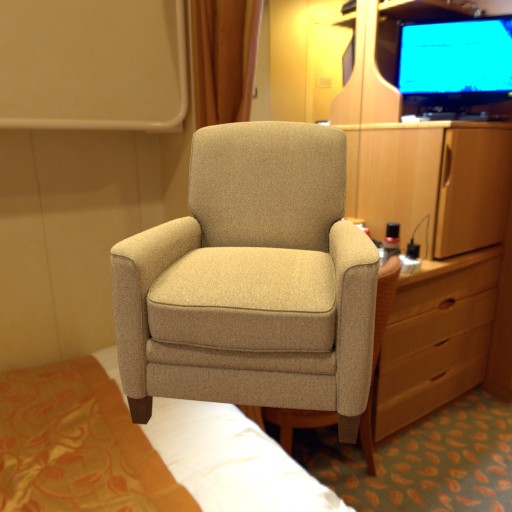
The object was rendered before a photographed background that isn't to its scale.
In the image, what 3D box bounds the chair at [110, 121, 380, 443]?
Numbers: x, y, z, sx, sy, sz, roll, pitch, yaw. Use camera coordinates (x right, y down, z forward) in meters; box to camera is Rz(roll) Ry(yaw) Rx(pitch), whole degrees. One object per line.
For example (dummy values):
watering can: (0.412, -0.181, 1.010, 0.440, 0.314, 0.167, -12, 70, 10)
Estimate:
chair: (0.000, 0.000, 1.684, 0.848, 1.014, 0.864, 2, 15, 8)
